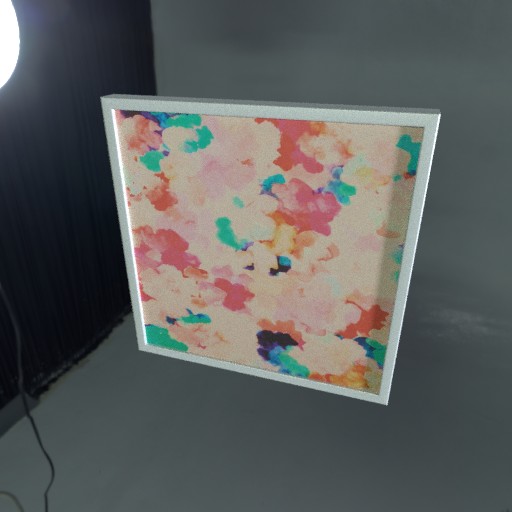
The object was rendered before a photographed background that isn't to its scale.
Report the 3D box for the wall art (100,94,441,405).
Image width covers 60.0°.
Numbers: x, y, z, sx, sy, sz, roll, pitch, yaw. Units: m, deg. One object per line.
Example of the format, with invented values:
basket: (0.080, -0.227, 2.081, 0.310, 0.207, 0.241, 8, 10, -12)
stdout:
wall art: (0.000, 0.000, 0.765, 0.506, 0.505, 0.038, 8, 28, 16)
